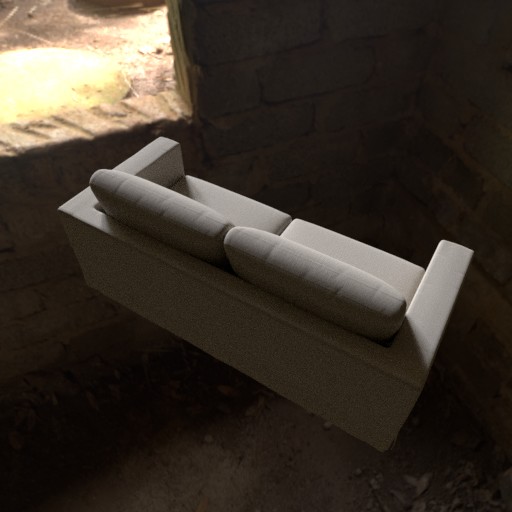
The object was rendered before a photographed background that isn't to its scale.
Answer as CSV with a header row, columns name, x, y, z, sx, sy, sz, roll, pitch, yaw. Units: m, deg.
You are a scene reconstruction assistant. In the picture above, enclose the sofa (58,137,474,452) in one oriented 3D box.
name,x,y,z,sx,sy,sz,roll,pitch,yaw
sofa,0.000,0.000,2.586,2.163,0.881,0.954,24,51,21
